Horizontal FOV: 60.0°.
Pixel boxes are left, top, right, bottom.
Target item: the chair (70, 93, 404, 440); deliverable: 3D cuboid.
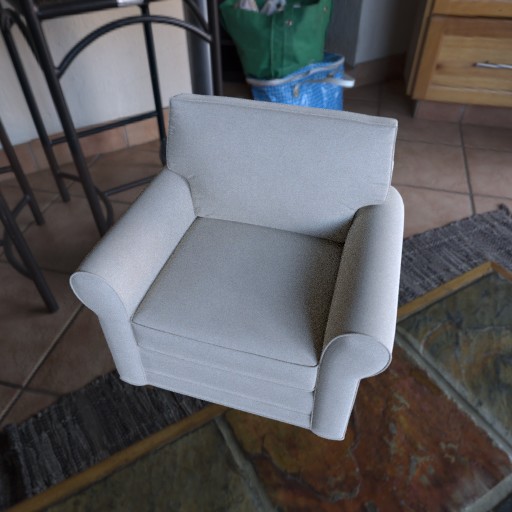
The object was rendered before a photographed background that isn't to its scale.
[{"bbox_3d":[0.000,0.000,1.703,1.040,0.955,0.863,11,43,12],"label":"chair"}]
